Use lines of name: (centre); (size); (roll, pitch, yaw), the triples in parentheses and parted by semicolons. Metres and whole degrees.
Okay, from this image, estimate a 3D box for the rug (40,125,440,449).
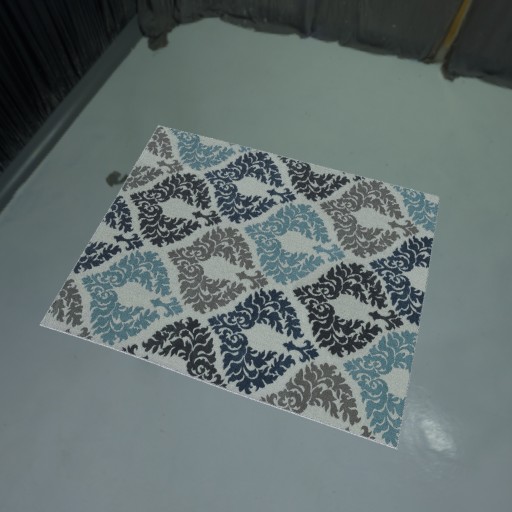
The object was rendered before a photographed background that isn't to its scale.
rug: (0.000, 0.000, 4.052); (3.040, 0.014, 2.423); (16, 63, 9)
